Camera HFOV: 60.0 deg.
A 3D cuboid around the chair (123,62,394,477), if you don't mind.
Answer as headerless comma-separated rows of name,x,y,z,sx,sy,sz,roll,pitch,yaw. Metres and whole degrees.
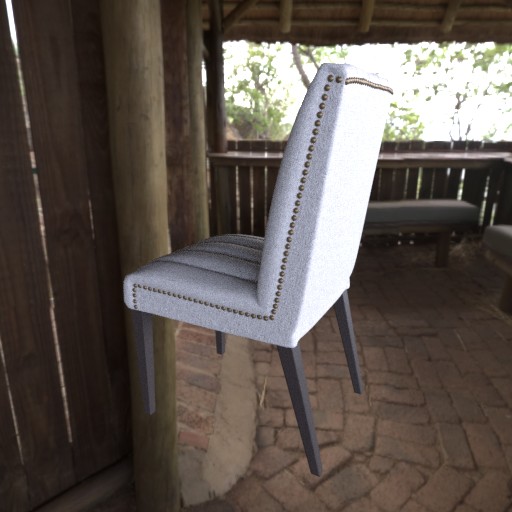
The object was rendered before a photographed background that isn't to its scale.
chair,0.000,0.000,1.339,0.647,1.016,0.511,9,19,26
